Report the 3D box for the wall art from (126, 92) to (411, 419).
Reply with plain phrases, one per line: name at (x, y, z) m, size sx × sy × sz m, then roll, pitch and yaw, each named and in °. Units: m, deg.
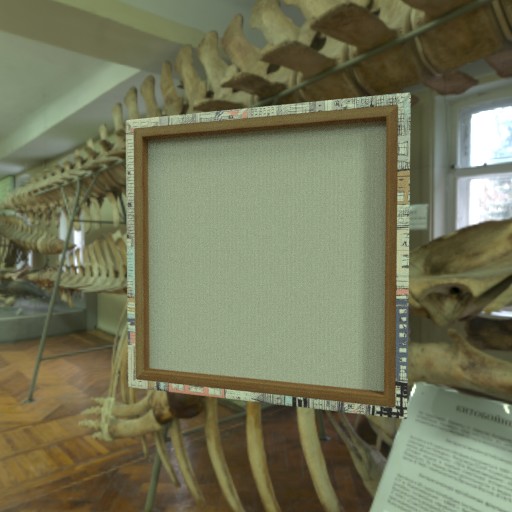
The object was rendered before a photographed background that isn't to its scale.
wall art at (0.000, 0.000, 1.167) m, size 0.761 × 0.762 × 0.048 m, roll 1°, pitch 2°, yaw 18°
